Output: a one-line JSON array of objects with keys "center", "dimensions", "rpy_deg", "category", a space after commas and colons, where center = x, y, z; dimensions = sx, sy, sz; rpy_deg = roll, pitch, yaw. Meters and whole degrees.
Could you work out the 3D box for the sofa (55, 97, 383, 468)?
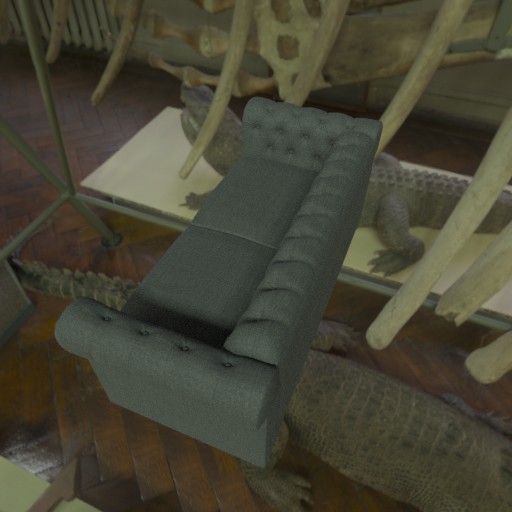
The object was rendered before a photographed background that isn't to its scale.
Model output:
[{"center": [0.000, 0.000, 2.205], "dimensions": [0.783, 0.797, 1.798], "rpy_deg": [17, 49, 15], "category": "sofa"}]
